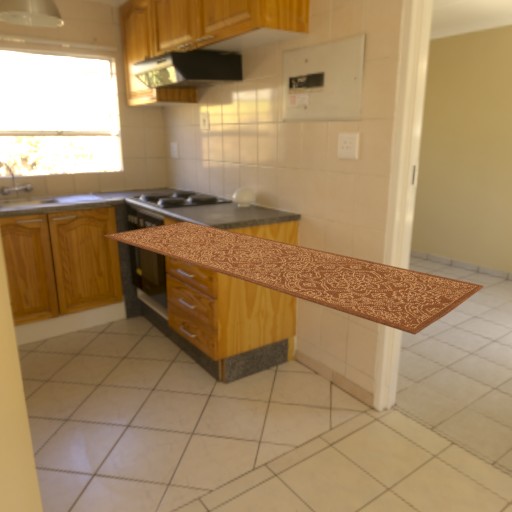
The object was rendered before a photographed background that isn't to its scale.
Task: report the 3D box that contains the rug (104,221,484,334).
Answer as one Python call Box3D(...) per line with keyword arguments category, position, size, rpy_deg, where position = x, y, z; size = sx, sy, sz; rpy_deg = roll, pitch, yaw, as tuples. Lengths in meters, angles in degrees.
Box3D(category="rug", position=(0.000, 0.000, 2.770), size=(2.448, 0.012, 0.769), rpy_deg=(14, 21, 42))
